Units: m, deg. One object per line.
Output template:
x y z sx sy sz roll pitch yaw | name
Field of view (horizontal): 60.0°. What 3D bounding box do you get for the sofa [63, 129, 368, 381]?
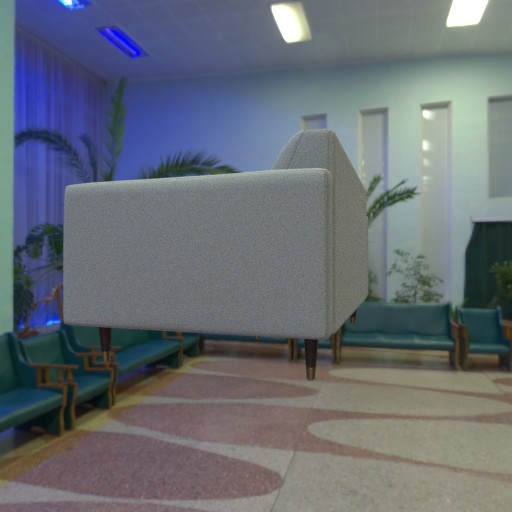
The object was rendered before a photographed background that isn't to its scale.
0.000 0.000 2.142 0.950 0.801 1.585 0 0 18 | sofa
